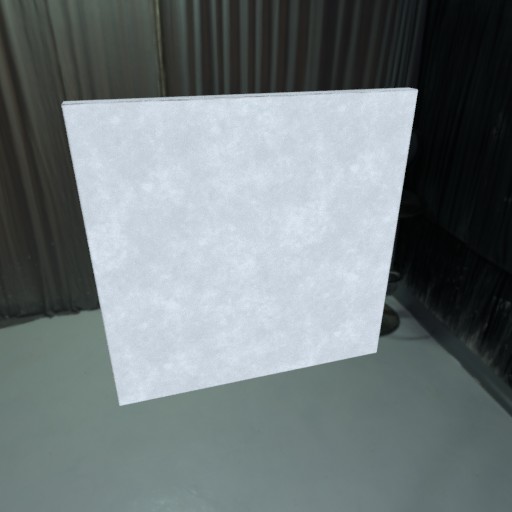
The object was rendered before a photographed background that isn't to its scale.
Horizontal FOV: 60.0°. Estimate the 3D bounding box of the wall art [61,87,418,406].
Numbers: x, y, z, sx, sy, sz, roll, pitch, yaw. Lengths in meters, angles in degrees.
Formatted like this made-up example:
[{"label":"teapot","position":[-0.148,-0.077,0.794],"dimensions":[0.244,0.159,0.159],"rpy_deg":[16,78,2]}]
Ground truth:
[{"label":"wall art","position":[0.000,0.000,0.439],"dimensions":[0.303,0.303,0.015],"rpy_deg":[-8,28,-15]}]
